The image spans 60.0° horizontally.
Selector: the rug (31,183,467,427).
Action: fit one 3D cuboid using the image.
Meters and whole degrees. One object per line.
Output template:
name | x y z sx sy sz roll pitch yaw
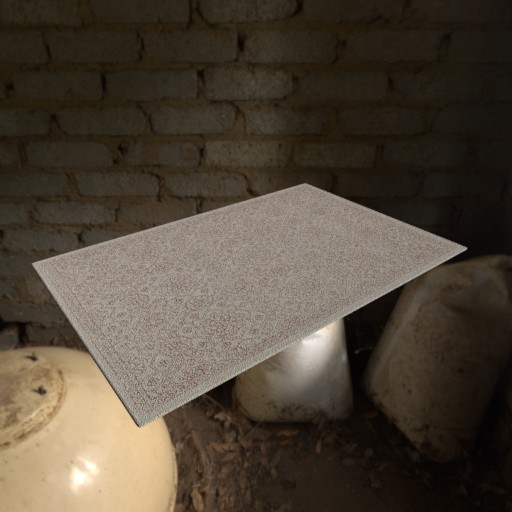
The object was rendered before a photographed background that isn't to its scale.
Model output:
rug | 0.000 0.000 2.223 1.829 0.010 1.219 -21 36 -32
